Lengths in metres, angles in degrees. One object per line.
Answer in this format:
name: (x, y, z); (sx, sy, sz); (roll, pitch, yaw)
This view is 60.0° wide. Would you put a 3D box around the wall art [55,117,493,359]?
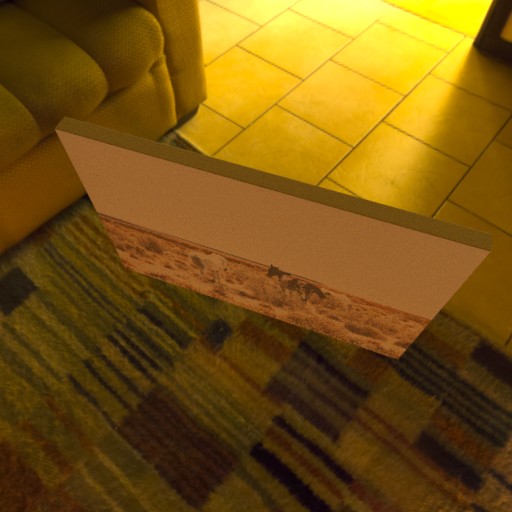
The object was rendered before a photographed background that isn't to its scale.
wall art: (0.000, 0.000, 1.431); (1.138, 0.761, 0.051); (17, 60, 10)
